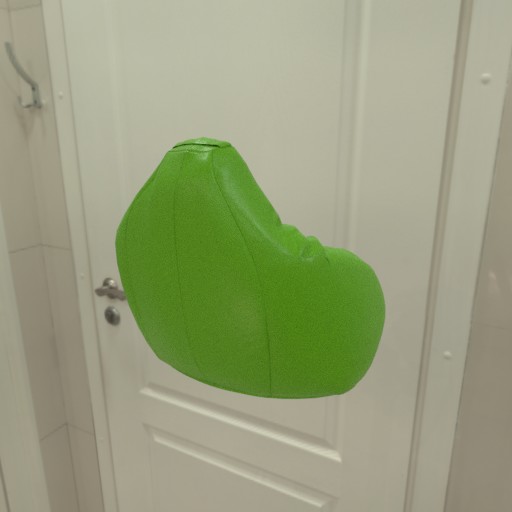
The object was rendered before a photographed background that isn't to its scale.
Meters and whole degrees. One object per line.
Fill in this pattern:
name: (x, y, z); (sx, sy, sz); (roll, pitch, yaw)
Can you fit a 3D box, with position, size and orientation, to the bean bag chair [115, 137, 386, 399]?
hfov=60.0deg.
bean bag chair: (0.000, 0.000, 1.880); (1.070, 0.990, 1.070); (8, 18, 27)
